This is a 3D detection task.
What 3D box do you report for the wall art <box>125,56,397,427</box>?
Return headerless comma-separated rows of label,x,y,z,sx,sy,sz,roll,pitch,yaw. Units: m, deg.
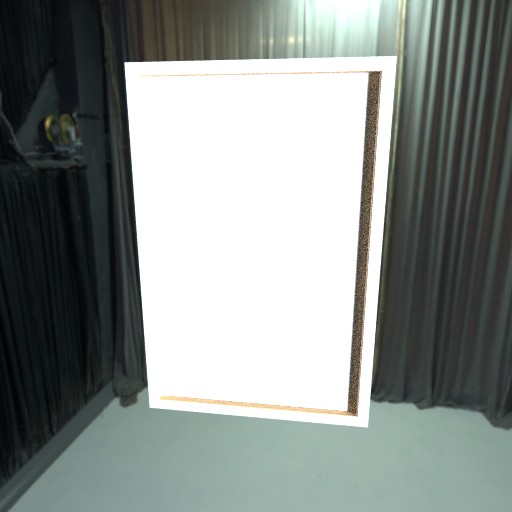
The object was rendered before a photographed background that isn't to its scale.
wall art,0.000,0.000,1.120,0.607,0.912,0.038,2,16,8
